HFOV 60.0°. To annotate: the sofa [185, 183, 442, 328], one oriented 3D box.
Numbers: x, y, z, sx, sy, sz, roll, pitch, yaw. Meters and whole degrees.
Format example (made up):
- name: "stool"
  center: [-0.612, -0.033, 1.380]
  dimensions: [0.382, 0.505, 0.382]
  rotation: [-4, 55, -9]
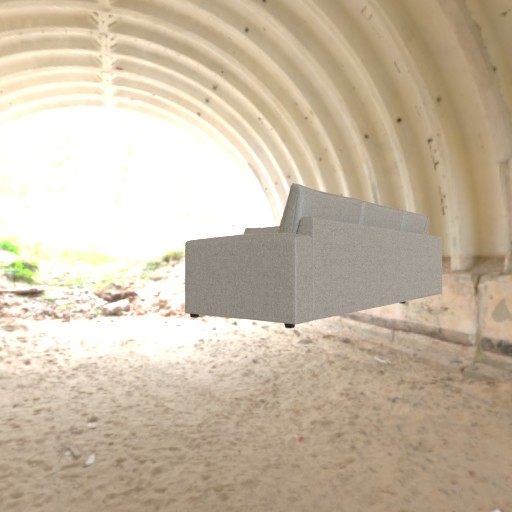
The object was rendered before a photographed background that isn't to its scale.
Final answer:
- name: "sofa"
  center: [0.000, 0.000, 4.149]
  dimensions: [2.622, 0.800, 2.742]
  rotation: [-1, -1, 38]
